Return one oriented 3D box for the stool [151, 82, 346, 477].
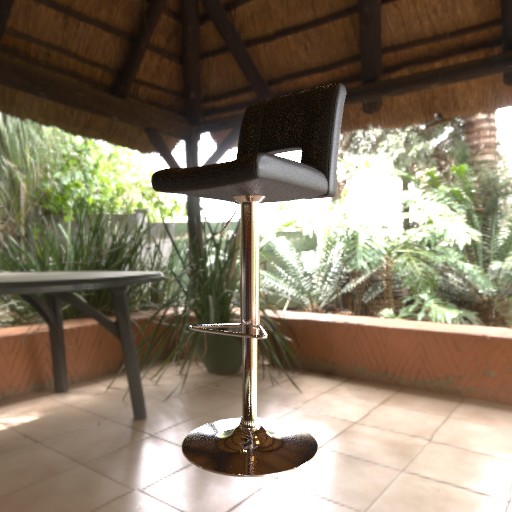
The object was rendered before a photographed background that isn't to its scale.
[{"bbox_3d":[0.000,0.000,1.383,0.415,1.151,0.520,0,0,36],"label":"stool"}]
